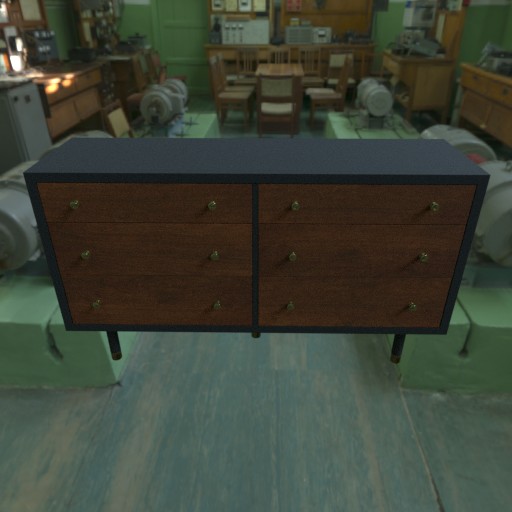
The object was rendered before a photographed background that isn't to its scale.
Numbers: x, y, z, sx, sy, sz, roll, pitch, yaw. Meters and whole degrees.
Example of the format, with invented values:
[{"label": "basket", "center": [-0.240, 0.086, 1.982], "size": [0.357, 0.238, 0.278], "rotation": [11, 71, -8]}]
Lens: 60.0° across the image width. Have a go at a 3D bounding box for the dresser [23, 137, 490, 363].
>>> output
[{"label": "dresser", "center": [0.000, 0.000, 1.873], "size": [1.558, 0.872, 0.463], "rotation": [0, 30, 1]}]
